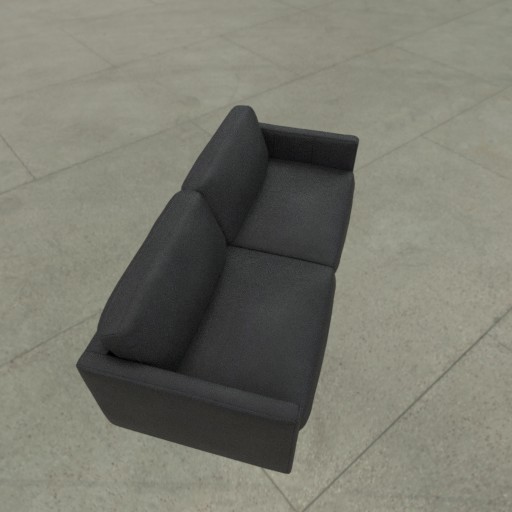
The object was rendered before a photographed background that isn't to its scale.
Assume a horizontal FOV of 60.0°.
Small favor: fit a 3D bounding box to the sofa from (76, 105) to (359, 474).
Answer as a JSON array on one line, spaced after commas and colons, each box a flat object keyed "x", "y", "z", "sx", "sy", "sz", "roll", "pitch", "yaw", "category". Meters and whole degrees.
[{"x": 0.000, "y": 0.000, "z": 2.447, "sx": 0.933, "sy": 0.863, "sz": 1.971, "roll": 11, "pitch": 47, "yaw": 11, "category": "sofa"}]
